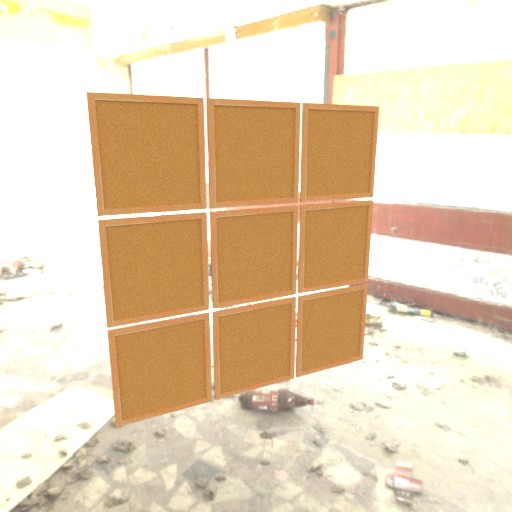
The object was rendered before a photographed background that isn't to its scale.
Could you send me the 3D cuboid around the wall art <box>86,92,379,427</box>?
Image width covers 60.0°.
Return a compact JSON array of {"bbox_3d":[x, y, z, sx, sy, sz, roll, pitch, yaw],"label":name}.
[{"bbox_3d":[0.000,0.000,1.832,1.216,1.220,0.013,-7,16,-26],"label":"wall art"}]
